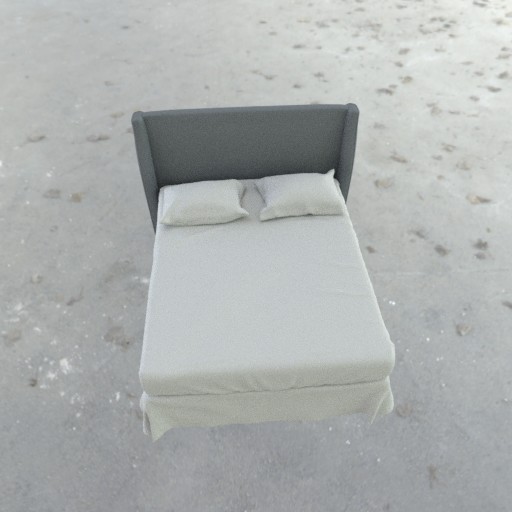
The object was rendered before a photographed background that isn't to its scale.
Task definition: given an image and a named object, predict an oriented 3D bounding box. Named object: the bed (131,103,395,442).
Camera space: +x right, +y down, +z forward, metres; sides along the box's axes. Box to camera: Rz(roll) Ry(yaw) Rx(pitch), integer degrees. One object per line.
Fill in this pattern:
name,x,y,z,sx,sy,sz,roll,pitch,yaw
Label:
bed,0.000,0.000,3.466,1.925,1.332,2.276,-3,47,-3
